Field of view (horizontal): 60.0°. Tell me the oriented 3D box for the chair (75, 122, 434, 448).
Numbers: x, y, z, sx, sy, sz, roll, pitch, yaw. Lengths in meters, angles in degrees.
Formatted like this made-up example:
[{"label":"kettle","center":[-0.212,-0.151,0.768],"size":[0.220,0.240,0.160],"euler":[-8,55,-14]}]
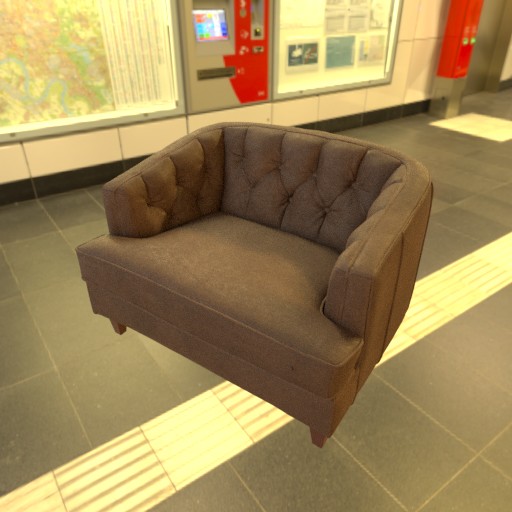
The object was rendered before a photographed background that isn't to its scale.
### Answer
[{"label":"chair","center":[0.000,0.000,1.721],"size":[1.118,0.787,0.914],"euler":[20,36,29]}]
